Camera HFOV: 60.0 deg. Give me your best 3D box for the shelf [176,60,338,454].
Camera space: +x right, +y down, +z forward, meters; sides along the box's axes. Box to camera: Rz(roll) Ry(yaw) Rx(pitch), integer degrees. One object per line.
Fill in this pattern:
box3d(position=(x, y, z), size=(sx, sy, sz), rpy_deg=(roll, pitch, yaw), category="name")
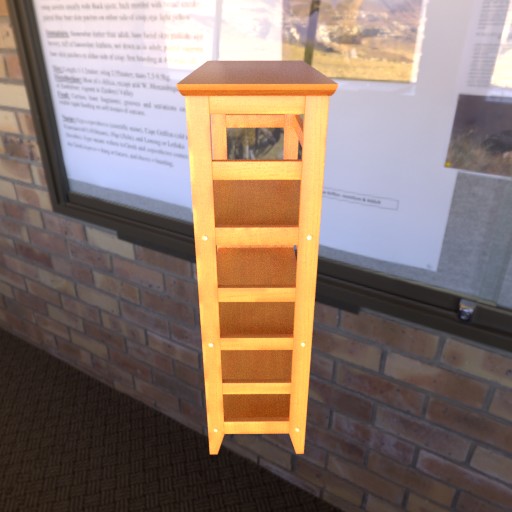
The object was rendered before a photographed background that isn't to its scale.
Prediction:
box3d(position=(0.000, 0.000, 1.370), size=(0.305, 1.067, 0.660), rpy_deg=(0, 27, 0), category="shelf")
